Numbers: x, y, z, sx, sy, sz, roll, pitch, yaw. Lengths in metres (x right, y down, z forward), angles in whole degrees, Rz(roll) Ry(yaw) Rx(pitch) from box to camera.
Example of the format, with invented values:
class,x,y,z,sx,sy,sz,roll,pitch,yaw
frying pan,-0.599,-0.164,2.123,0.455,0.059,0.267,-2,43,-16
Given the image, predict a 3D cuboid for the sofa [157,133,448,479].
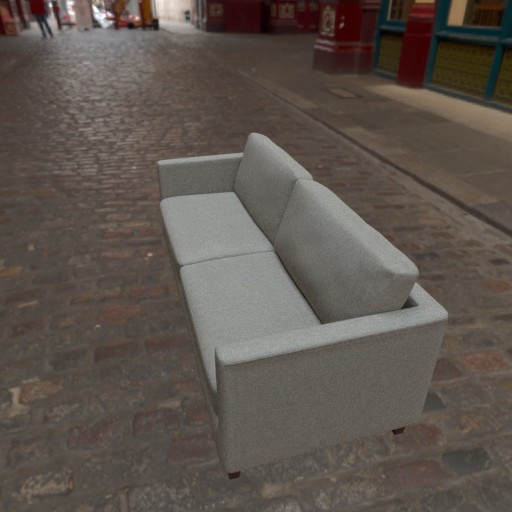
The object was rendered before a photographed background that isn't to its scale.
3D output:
class,x,y,z,sx,sy,sz,roll,pitch,yaw
sofa,0.000,0.000,2.638,0.956,0.963,2.208,-9,32,-14
